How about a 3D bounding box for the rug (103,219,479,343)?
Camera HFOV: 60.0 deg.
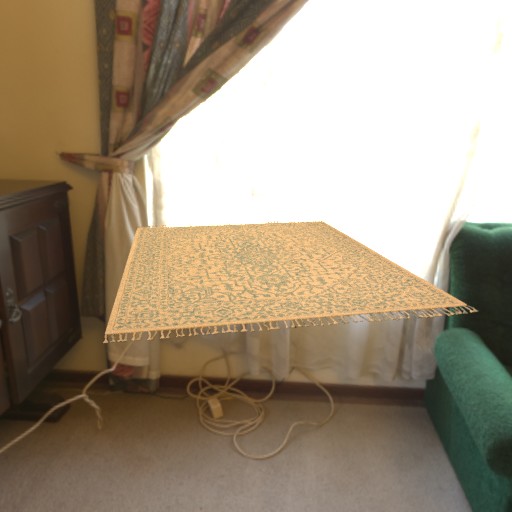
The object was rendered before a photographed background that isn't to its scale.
[{"bbox_3d":[0.000,0.000,4.328,2.464,0.010,3.327,-3,16,-10],"label":"rug"}]
